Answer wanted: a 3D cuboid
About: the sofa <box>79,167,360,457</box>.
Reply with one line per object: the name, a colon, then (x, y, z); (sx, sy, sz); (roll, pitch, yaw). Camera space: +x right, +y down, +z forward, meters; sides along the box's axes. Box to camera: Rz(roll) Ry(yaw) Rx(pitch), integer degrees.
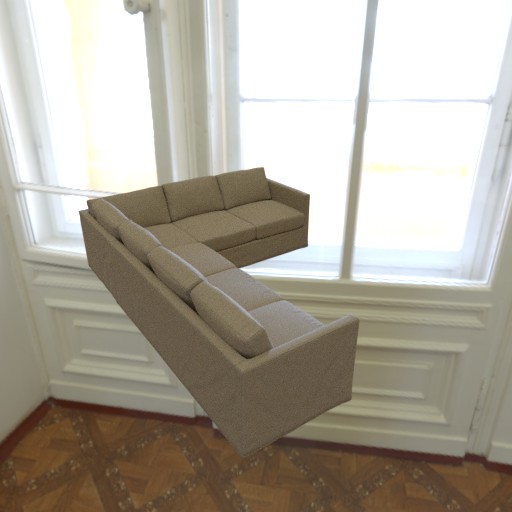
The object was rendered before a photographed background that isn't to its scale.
sofa: (0.000, 0.000, 4.285); (2.432, 0.871, 3.182); (-17, 30, -31)
